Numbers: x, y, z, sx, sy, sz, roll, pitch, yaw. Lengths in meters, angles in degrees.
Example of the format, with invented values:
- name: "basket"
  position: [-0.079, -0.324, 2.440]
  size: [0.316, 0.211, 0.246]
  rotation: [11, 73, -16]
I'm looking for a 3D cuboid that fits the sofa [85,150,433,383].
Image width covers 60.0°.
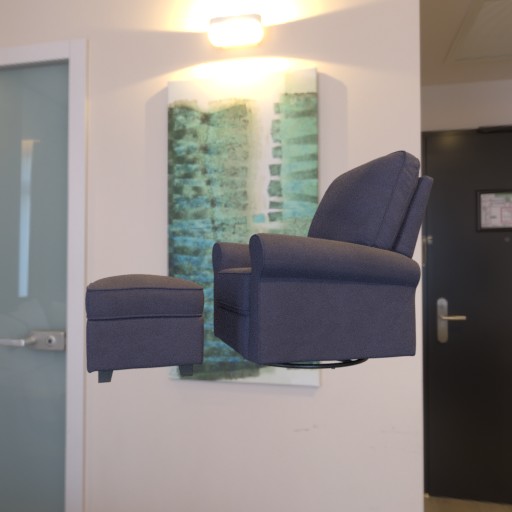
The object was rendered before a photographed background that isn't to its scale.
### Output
- name: "sofa"
  position: [0.000, 0.000, 2.082]
  size: [1.478, 0.959, 0.880]
  rotation: [0, -1, -18]
